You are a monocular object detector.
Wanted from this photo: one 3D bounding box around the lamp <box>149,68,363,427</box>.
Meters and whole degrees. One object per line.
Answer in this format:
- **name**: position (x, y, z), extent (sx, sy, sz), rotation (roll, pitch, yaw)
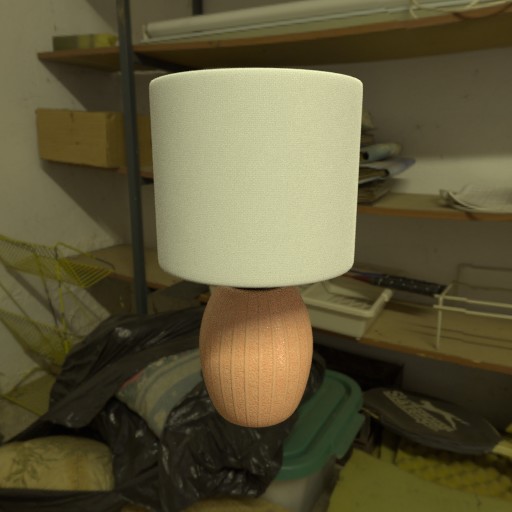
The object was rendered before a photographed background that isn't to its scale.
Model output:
- **lamp**: position (0.000, 0.000, 0.762), extent (0.329, 0.570, 0.329), rotation (0, 13, 0)
